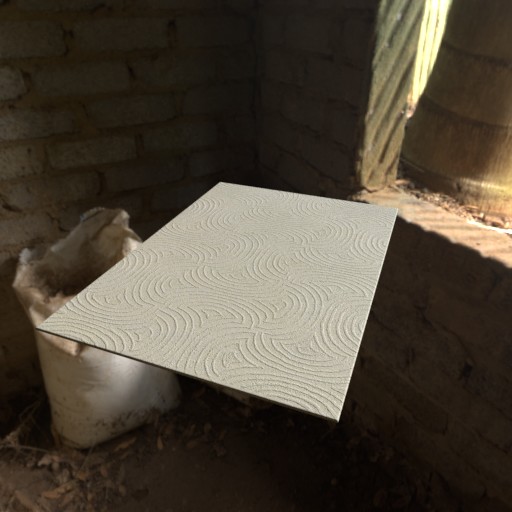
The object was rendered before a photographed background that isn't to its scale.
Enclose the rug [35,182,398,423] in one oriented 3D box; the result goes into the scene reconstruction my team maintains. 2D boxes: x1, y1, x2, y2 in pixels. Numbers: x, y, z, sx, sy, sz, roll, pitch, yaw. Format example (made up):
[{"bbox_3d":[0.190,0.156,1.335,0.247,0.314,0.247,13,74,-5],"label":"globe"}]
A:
[{"bbox_3d":[0.000,0.000,2.818,1.526,0.015,2.132,11,32,18],"label":"rug"}]
